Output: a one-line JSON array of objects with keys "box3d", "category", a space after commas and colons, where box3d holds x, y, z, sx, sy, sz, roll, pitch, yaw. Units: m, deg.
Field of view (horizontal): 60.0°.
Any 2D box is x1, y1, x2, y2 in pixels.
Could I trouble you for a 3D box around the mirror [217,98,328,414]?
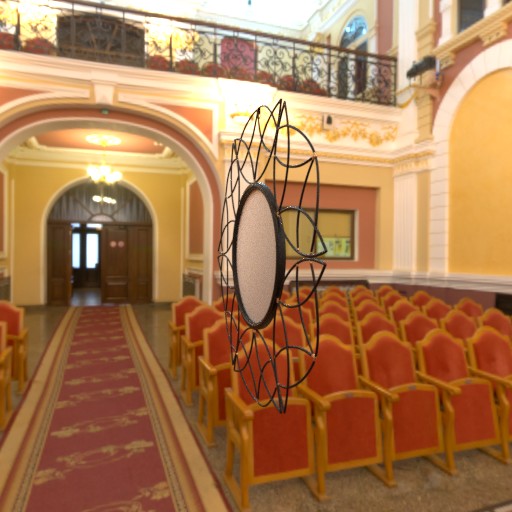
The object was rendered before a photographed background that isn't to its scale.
[{"box3d": [0.000, 0.000, 1.157, 0.028, 0.775, 0.797, 0, 0, -19], "category": "mirror"}]
